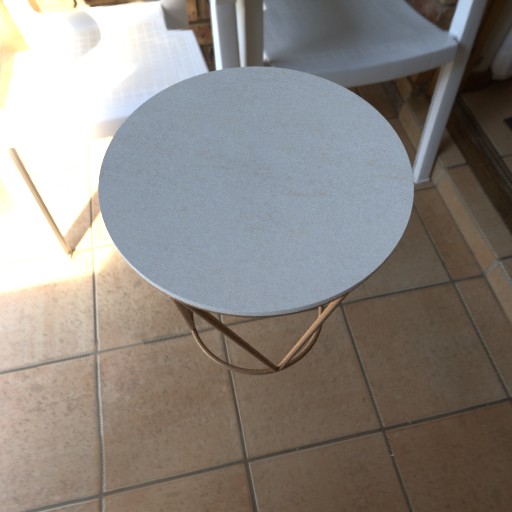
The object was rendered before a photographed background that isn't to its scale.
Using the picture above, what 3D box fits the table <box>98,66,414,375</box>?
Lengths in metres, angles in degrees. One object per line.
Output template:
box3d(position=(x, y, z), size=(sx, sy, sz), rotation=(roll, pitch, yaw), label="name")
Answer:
box3d(position=(0.000, 0.000, 0.954), size=(0.500, 0.564, 0.500), rotation=(0, 60, 0), label="table")
